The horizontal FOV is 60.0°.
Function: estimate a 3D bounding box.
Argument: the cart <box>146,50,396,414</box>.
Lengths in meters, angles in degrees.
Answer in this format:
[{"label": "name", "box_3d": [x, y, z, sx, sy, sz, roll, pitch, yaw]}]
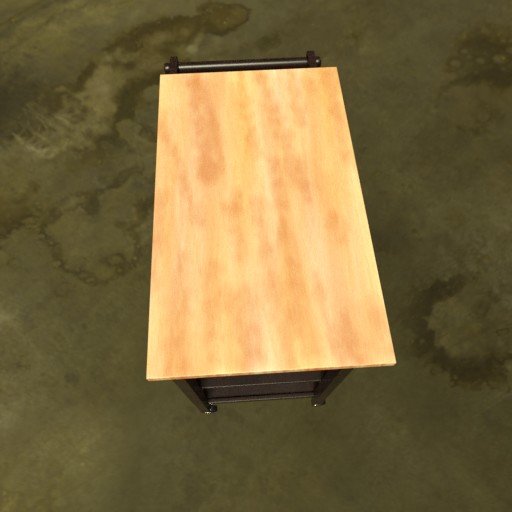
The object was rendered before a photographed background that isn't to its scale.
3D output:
[{"label": "cart", "box_3d": [0.000, 0.000, 1.423, 0.472, 0.878, 0.914, -3, 64, -2]}]
